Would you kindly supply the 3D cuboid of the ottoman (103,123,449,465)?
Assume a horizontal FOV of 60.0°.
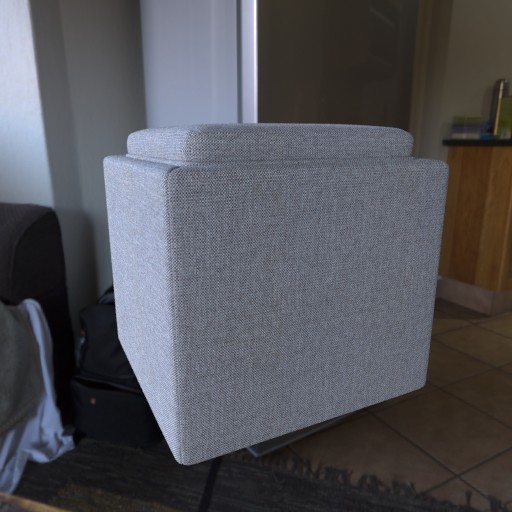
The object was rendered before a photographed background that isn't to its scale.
[{"bbox_3d":[0.000,0.000,0.811,0.450,0.460,0.450,-7,17,-26],"label":"ottoman"}]
